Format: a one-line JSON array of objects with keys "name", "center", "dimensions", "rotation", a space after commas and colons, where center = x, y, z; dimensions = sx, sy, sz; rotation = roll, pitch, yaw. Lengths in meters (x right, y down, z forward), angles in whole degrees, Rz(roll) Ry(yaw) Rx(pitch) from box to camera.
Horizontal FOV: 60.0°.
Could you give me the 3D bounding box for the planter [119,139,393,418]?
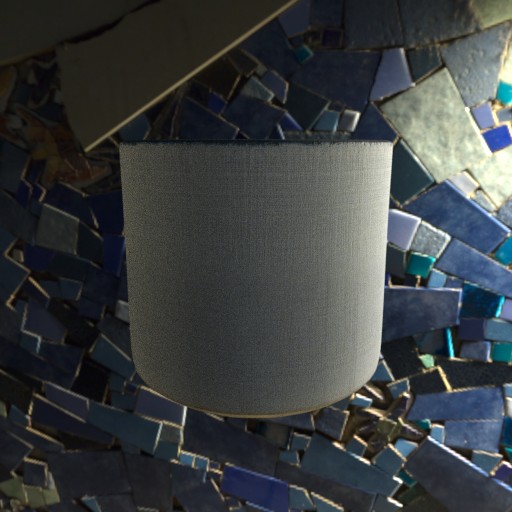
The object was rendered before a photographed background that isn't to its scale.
[{"name": "planter", "center": [0.000, 0.000, 0.398], "dimensions": [0.226, 0.201, 0.226], "rotation": [0, 14, 0]}]
